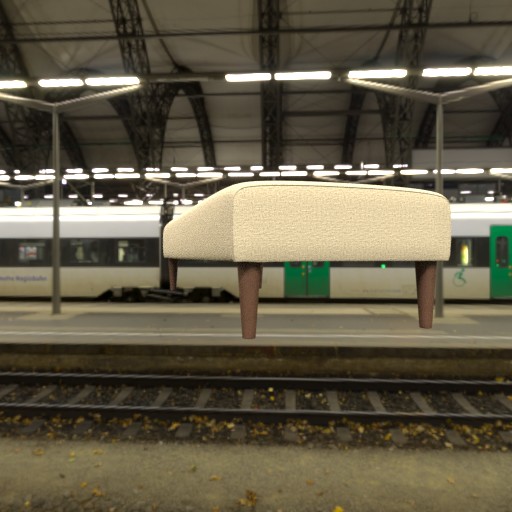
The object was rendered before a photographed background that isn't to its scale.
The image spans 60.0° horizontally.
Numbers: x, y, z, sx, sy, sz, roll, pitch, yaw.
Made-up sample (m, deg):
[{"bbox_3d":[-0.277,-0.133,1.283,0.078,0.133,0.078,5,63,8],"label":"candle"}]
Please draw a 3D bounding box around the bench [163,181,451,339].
[{"bbox_3d":[0.000,0.000,1.869,0.646,0.393,1.609,0,0,-17],"label":"bench"}]
